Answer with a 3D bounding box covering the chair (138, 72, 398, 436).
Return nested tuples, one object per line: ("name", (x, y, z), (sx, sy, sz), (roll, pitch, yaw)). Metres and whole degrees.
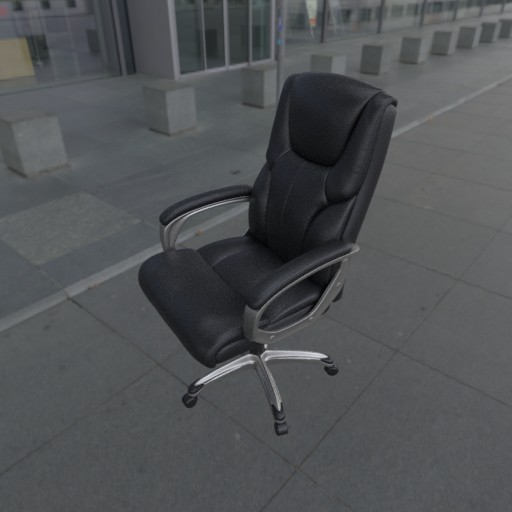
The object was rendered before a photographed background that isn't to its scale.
("chair", (0.000, 0.000, 1.582), (0.739, 1.155, 0.663), (-20, 37, -28))
